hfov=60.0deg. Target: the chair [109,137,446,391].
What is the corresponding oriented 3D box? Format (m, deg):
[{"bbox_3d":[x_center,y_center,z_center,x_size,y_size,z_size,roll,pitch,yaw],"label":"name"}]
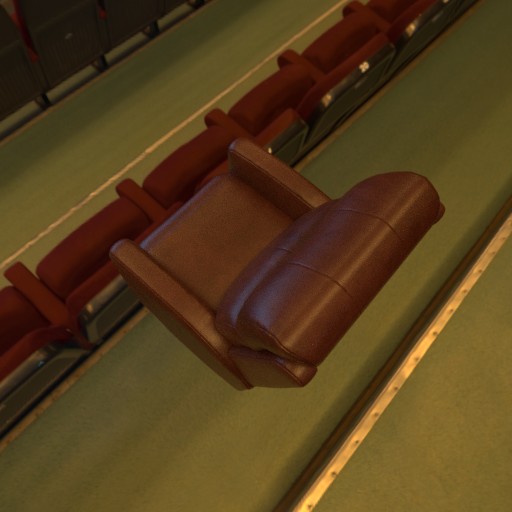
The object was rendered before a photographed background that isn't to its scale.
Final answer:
[{"bbox_3d":[0.000,0.000,1.725,0.939,1.016,0.787,38,69,17],"label":"chair"}]
